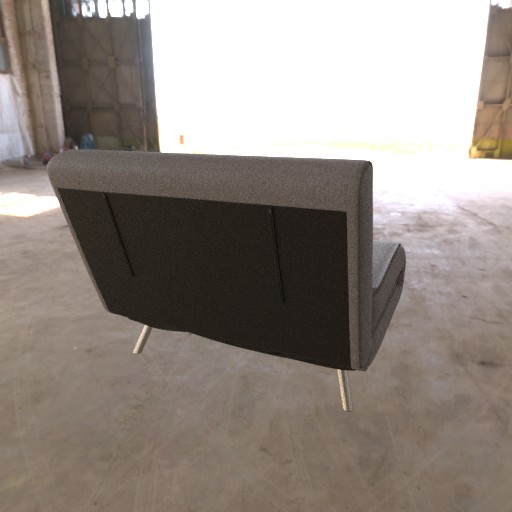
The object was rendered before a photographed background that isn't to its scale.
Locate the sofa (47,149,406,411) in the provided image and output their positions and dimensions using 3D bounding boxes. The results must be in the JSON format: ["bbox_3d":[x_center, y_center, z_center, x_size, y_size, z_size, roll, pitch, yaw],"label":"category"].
[{"bbox_3d":[0.000,0.000,1.720,1.020,0.825,1.000,8,19,24],"label":"sofa"}]
